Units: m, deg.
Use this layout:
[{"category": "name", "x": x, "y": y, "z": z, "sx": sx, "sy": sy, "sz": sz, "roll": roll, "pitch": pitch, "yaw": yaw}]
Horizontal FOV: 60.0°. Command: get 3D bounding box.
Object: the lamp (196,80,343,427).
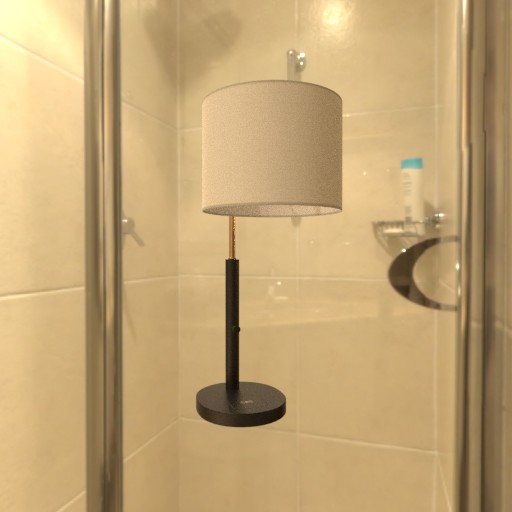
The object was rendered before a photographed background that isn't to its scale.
[{"category": "lamp", "x": 0.000, "y": 0.000, "z": 0.705, "sx": 0.199, "sy": 0.540, "sz": 0.337, "roll": 0, "pitch": 1, "yaw": -19}]
